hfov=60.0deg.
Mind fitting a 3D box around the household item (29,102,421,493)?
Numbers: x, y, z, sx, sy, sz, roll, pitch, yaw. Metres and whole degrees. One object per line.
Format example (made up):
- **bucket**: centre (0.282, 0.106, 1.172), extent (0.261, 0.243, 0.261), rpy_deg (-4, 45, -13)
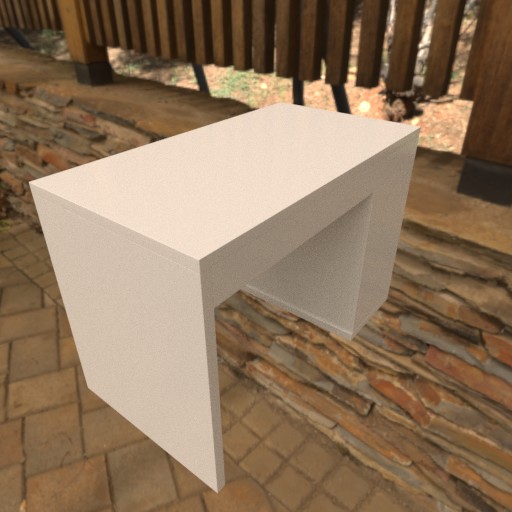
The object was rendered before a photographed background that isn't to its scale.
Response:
- **household item**: centre (0.000, 0.000, 1.527), extent (0.597, 0.749, 1.100), rpy_deg (22, 38, 32)
